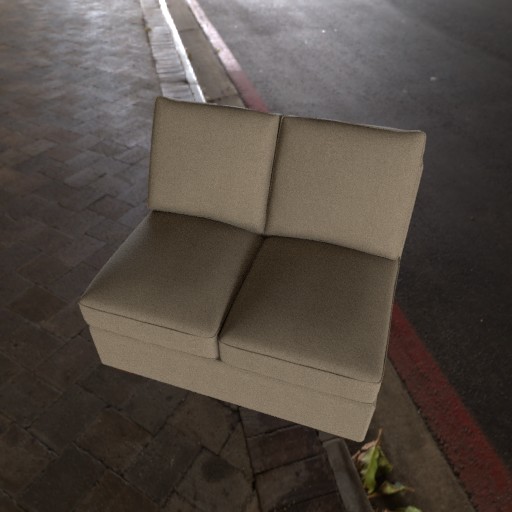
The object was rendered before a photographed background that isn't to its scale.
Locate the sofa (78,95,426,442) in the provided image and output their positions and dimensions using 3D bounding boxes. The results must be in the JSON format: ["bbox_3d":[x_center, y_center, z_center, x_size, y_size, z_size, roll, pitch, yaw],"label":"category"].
[{"bbox_3d":[0.000,0.000,1.950,1.232,1.006,0.978,12,43,14],"label":"sofa"}]
